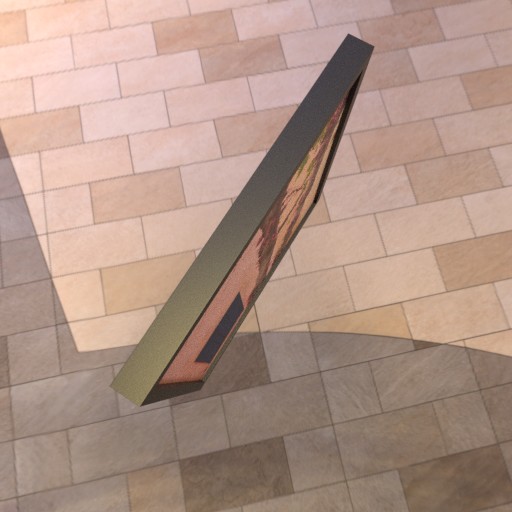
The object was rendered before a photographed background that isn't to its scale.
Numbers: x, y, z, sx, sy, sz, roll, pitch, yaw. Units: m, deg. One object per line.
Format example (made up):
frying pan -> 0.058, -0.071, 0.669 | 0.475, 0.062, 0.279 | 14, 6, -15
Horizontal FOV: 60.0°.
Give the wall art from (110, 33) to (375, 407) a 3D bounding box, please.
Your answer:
wall art -> 0.000, 0.000, 0.751 | 0.038, 0.508, 0.508 | 31, 77, 8
